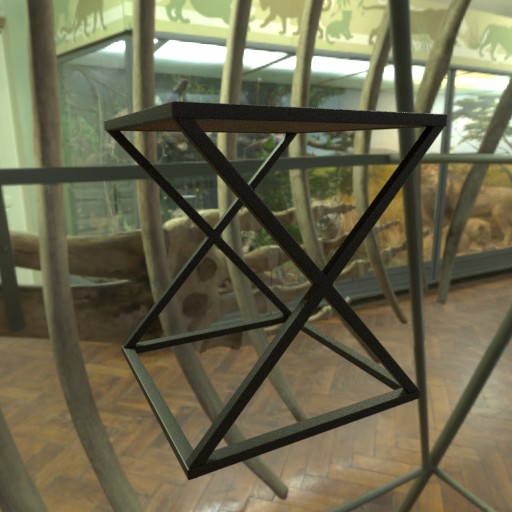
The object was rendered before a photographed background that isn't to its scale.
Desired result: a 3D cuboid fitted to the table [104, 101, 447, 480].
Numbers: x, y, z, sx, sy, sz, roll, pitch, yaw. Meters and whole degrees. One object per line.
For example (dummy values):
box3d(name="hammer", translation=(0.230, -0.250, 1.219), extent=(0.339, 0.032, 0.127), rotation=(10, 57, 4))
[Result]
box3d(name="table", translation=(0.000, 0.000, 0.948), extent=(0.500, 0.565, 0.500), rotation=(-7, 15, -27))
